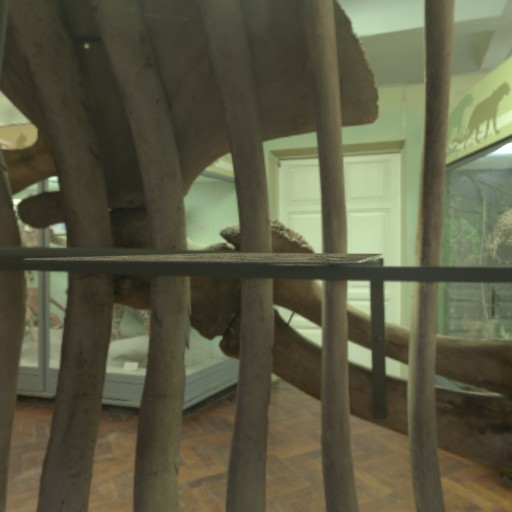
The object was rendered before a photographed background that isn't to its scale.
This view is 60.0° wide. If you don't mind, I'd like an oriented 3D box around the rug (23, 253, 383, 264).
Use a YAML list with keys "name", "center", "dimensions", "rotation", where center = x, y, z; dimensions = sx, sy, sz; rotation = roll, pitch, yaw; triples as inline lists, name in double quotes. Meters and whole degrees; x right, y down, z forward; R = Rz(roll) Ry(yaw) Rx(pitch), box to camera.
- name: "rug"
  center: [0.000, 0.000, 2.875]
  dimensions: [1.522, 0.008, 2.284]
  rotation: [0, 1, 18]
